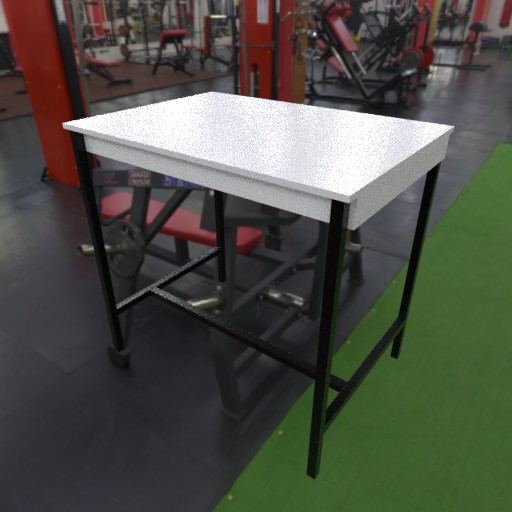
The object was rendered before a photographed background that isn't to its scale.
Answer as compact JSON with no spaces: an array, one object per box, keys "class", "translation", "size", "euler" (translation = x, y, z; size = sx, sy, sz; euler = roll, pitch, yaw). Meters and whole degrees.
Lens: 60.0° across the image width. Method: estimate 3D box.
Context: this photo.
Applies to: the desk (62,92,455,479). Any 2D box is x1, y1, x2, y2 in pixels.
[{"class":"desk","translation":[0.000,0.000,1.312],"size":[0.811,0.766,0.573],"euler":[21,36,32]}]
